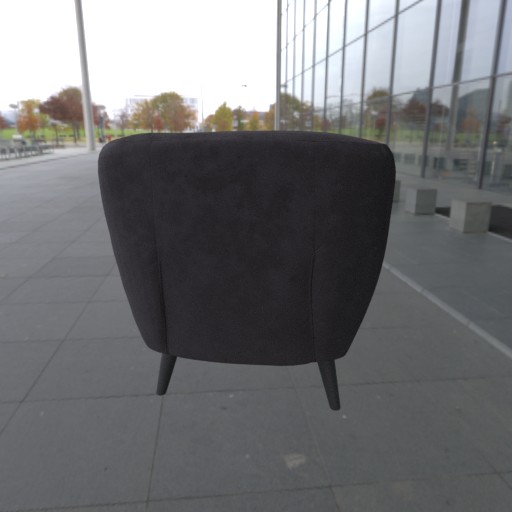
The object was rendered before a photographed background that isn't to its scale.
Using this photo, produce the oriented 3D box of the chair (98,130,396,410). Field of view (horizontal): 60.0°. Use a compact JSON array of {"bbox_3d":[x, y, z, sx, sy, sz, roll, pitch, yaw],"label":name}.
[{"bbox_3d":[0.000,0.000,1.490,0.840,0.807,0.819,2,16,8],"label":"chair"}]
